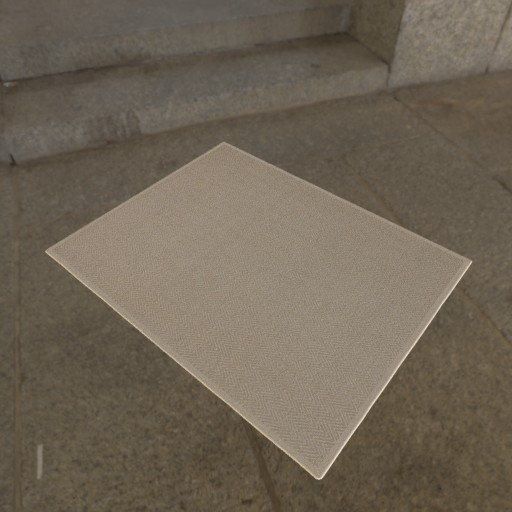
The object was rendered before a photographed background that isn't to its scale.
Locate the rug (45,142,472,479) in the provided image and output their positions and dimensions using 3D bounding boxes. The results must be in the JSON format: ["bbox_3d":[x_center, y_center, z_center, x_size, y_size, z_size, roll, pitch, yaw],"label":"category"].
[{"bbox_3d":[0.000,0.000,4.018,3.051,0.020,2.407,31,54,26],"label":"rug"}]
